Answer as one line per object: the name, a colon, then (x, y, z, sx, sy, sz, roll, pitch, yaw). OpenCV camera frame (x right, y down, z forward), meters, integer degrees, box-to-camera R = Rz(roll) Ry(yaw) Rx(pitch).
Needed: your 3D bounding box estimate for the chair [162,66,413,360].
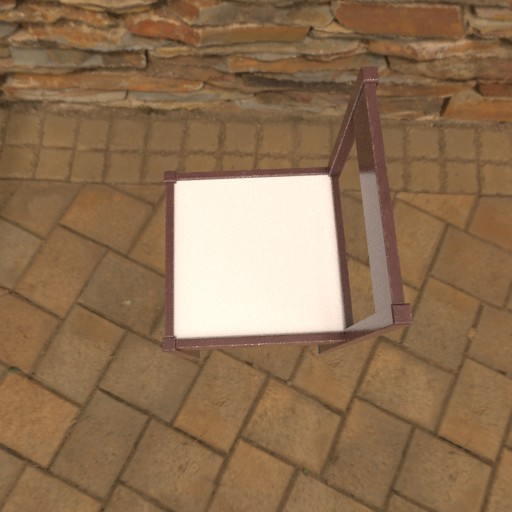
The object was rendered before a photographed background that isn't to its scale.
chair: (0.000, 0.000, 0.691, 0.285, 0.505, 0.285, -3, 75, -1)
